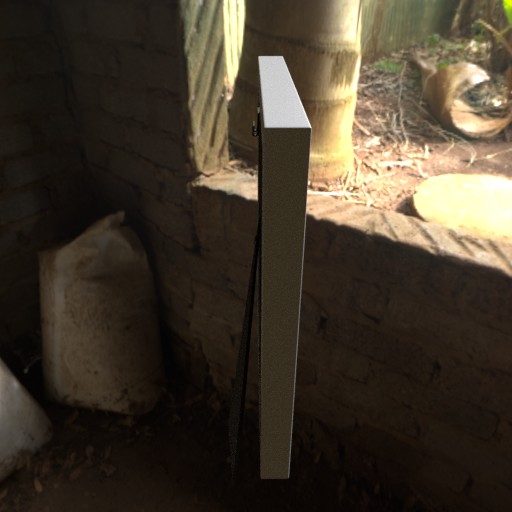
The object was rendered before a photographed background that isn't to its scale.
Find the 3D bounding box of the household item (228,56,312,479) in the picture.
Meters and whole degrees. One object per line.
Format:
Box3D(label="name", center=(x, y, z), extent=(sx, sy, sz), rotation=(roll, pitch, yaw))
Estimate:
Box3D(label="household item", center=(0.000, 0.000, 0.334), extent=(0.045, 0.250, 0.200), rotation=(0, 32, 0))
